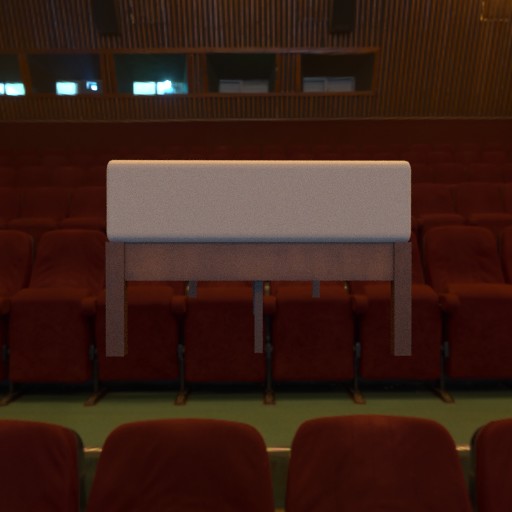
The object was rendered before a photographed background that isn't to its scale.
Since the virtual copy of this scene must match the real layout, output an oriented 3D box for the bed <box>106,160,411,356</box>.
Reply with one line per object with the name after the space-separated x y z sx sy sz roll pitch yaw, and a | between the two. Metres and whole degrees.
0.000 0.000 2.331 0.961 0.616 1.902 0 0 -1 | bed
